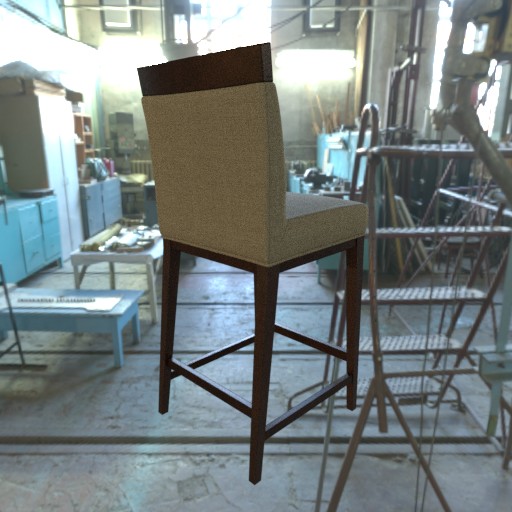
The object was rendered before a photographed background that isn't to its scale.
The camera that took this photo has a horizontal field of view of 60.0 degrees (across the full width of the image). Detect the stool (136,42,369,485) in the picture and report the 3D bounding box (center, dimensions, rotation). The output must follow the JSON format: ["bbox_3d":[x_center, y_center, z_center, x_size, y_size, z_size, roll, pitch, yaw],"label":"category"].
[{"bbox_3d":[0.000,0.000,1.266,0.463,1.011,0.480,15,21,43],"label":"stool"}]
